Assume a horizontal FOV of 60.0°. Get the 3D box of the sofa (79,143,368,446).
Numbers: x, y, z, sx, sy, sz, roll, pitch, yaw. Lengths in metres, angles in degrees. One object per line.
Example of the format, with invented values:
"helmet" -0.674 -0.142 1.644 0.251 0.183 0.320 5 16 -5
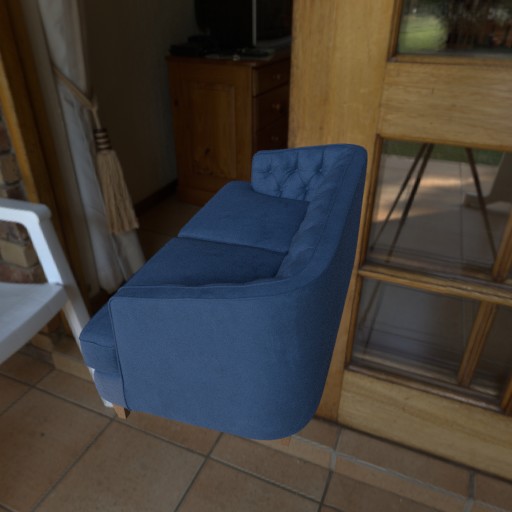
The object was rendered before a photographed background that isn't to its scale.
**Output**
"sofa" 0.000 0.000 2.278 0.941 0.854 1.733 9 32 15
